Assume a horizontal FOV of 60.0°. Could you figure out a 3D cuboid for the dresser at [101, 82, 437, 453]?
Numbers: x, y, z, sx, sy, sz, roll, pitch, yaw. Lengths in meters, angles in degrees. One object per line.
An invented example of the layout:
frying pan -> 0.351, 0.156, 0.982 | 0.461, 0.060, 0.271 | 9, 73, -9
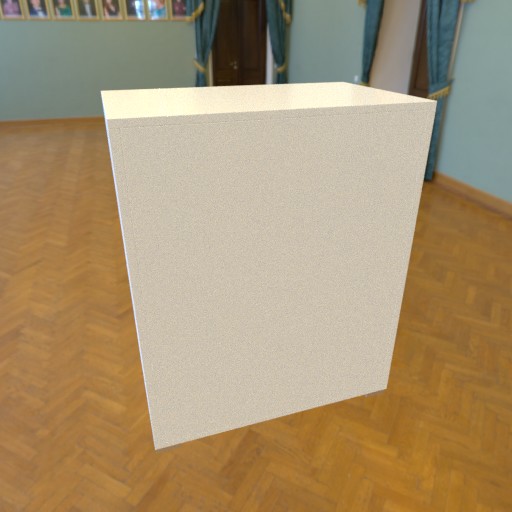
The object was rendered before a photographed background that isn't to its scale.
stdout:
dresser -> 0.000, 0.000, 1.166 | 0.650, 0.800, 0.400 | -9, 28, -16
